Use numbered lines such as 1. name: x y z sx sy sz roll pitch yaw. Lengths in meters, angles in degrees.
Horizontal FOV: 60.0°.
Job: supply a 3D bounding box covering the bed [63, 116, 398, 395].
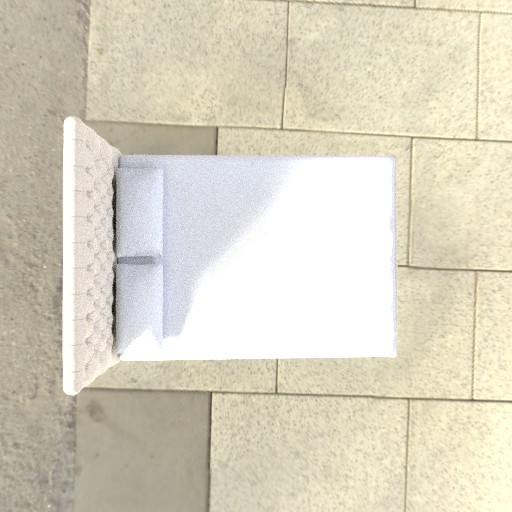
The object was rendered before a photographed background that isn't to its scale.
1. bed: 0.000 0.000 3.390 2.387 1.427 1.698 0 90 -1
